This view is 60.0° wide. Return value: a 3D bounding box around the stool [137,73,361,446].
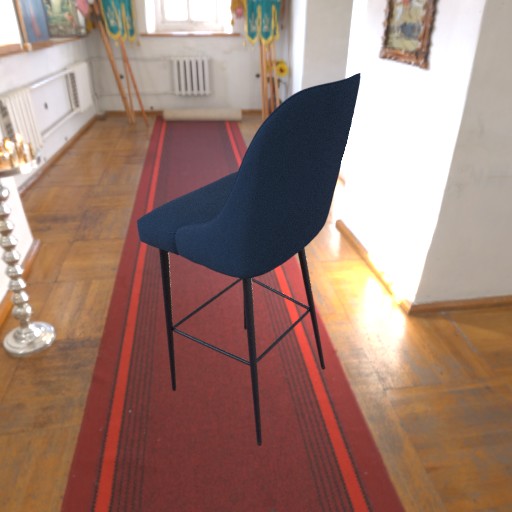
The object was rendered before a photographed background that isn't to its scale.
[{"bbox_3d":[0.000,0.000,1.374,0.489,1.079,0.527,21,37,31],"label":"stool"}]
